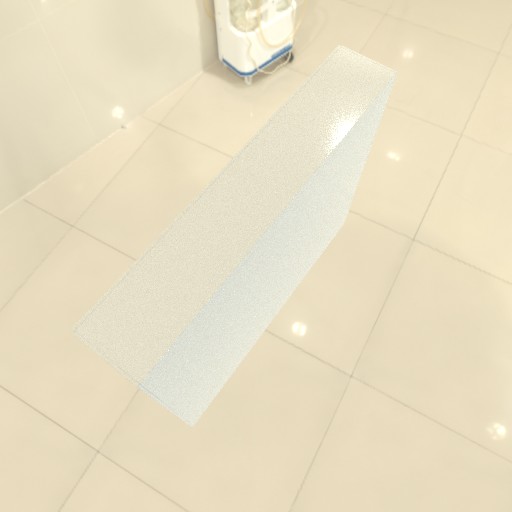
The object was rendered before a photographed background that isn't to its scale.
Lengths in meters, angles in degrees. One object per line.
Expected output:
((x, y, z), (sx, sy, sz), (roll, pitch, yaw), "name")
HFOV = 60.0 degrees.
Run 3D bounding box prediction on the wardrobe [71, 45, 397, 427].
((0.000, 0.000, 4.100), (0.580, 2.360, 3.000), (33, 68, 15), "wardrobe")
